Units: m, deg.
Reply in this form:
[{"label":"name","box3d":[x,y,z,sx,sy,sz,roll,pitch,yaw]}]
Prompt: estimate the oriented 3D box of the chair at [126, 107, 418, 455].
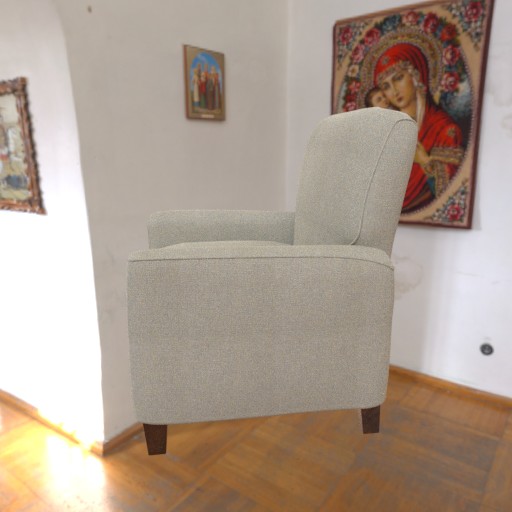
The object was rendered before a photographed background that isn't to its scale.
[{"label":"chair","box3d":[0.000,0.000,1.599,0.853,1.006,0.850,-2,14,-8]}]
